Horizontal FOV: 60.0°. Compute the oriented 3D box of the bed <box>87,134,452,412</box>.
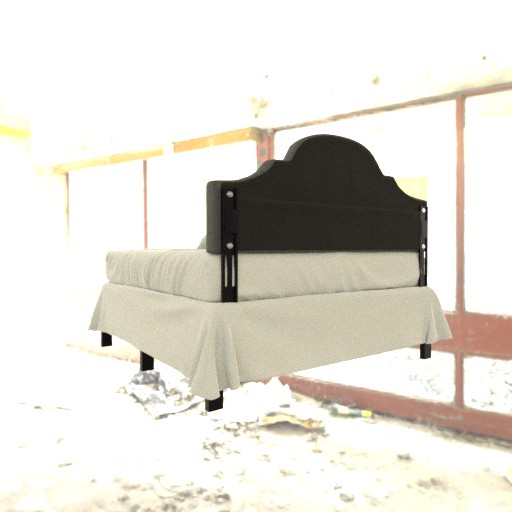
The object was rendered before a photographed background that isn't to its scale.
[{"bbox_3d":[0.000,0.000,3.737,2.303,1.631,2.222,-1,1,-35],"label":"bed"}]
